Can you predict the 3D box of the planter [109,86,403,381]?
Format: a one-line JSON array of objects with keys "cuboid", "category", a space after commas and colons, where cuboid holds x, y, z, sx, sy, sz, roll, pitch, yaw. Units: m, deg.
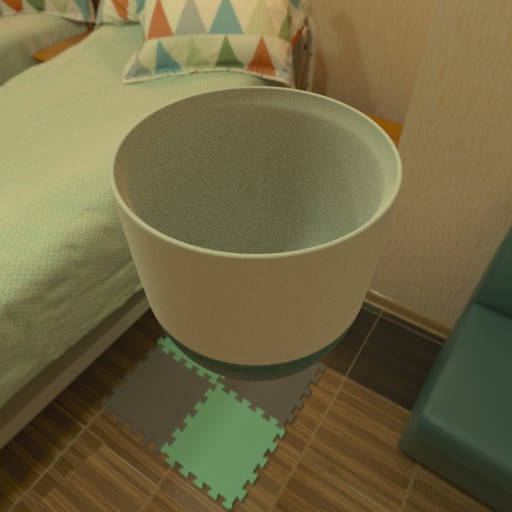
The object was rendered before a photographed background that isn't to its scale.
[{"cuboid": [0.000, 0.000, 0.392, 0.204, 0.214, 0.204, 0, 47, 0], "category": "planter"}]
